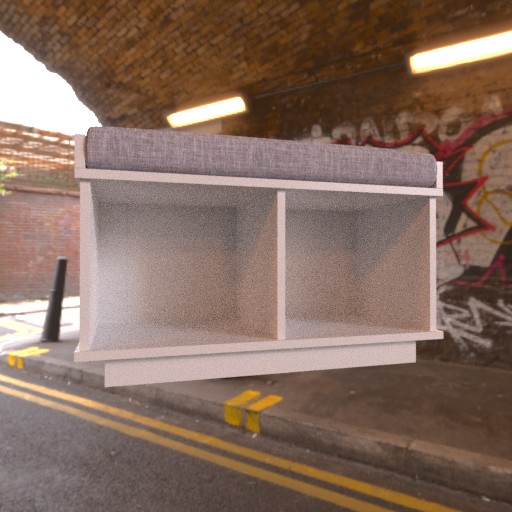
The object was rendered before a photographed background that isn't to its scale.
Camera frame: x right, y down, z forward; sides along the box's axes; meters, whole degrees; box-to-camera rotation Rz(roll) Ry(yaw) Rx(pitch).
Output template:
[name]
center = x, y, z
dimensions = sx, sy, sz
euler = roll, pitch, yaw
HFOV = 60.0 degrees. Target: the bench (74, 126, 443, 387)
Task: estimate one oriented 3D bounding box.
[bench]
center = 0.000, 0.000, 1.004
dimensions = 0.734, 0.461, 0.362
euler = 0, 0, -17
